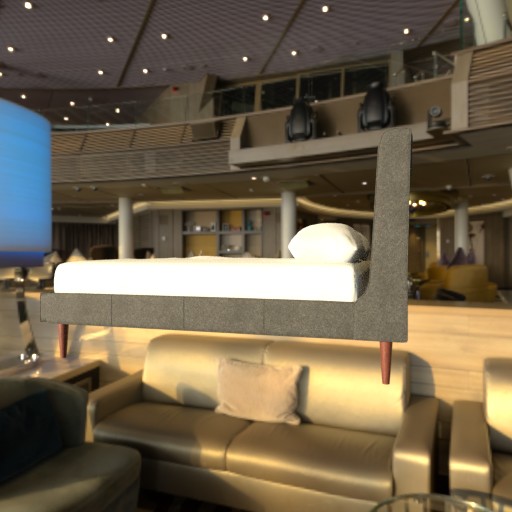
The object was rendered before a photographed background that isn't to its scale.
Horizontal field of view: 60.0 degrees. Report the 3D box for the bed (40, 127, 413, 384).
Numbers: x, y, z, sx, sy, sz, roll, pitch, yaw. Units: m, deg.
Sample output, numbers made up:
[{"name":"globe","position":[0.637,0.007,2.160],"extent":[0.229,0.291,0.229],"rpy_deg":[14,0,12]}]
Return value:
[{"name":"bed","position":[0.000,0.000,2.536],"extent":[1.638,0.933,1.531],"rpy_deg":[0,0,17]}]
